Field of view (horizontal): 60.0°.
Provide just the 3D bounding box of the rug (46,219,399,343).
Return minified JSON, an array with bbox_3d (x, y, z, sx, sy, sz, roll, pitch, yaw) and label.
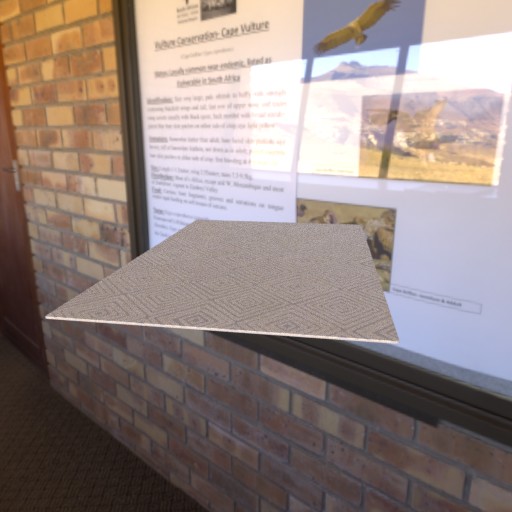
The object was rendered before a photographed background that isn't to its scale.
[{"bbox_3d":[0.000,0.000,2.225,1.143,0.008,1.753,3,16,9],"label":"rug"}]
